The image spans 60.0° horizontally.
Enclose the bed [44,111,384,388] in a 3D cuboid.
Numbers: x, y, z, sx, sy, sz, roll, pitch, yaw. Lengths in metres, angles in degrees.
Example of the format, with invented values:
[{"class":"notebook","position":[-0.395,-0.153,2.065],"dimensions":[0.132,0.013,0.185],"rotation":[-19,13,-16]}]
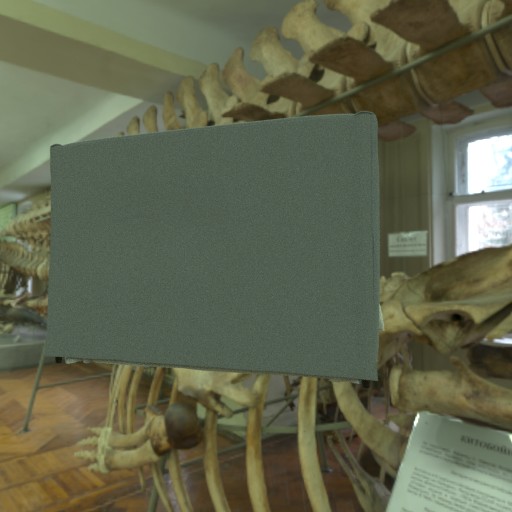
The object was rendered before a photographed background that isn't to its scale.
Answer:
[{"class":"bed","position":[0.000,0.000,3.429],"dimensions":[1.925,1.332,2.276],"rotation":[-1,-2,18]}]
